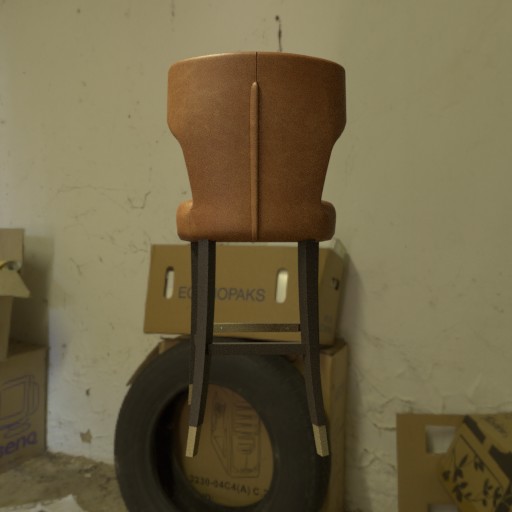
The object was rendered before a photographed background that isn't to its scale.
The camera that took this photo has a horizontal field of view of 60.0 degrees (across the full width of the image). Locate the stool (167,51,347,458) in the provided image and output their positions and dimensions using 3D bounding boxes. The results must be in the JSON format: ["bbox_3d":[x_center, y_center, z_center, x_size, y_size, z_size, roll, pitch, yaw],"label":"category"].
[{"bbox_3d":[0.000,0.000,1.430,0.526,1.092,0.563,0,0,-1],"label":"stool"}]
